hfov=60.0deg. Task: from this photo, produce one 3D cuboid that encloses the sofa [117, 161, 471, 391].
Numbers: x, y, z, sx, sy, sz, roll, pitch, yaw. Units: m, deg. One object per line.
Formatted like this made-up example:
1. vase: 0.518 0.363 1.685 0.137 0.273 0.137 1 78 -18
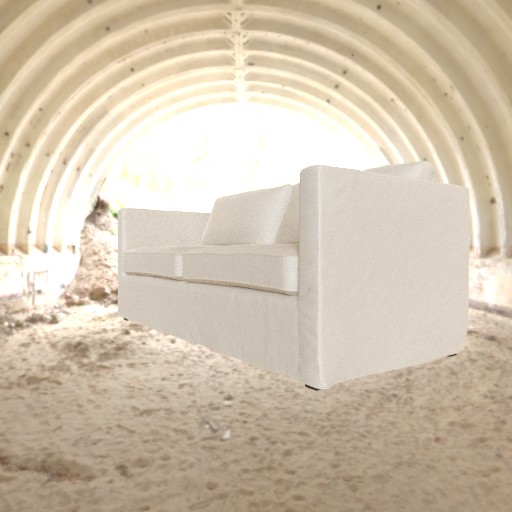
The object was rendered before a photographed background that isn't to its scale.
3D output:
1. sofa: 0.000 0.000 2.468 0.940 0.870 1.987 -1 1 -36
